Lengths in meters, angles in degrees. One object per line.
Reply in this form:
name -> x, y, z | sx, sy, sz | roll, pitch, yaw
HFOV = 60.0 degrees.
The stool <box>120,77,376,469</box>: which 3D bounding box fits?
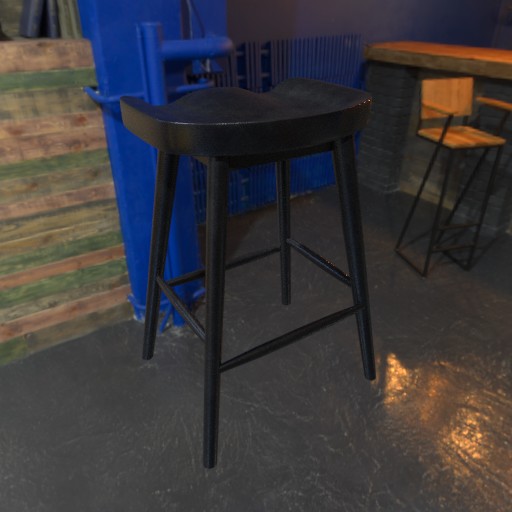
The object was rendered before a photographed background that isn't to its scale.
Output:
stool -> 0.000, 0.000, 0.896 | 0.440, 0.615, 0.361 | -18, 35, -27
